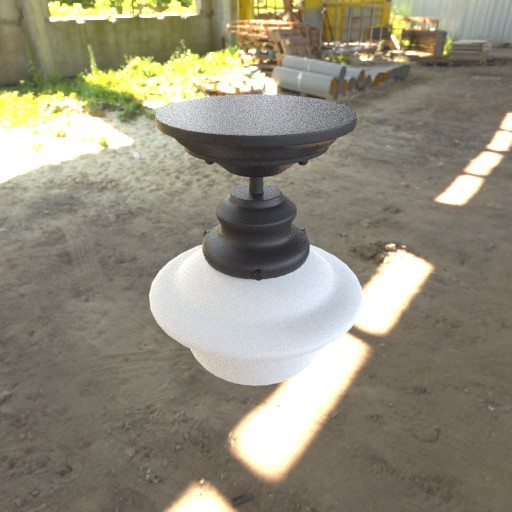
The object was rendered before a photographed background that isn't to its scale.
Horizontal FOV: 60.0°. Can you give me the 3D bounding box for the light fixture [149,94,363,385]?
[{"bbox_3d":[0.000,0.000,0.401,0.197,0.254,0.197,0,29,0],"label":"light fixture"}]
